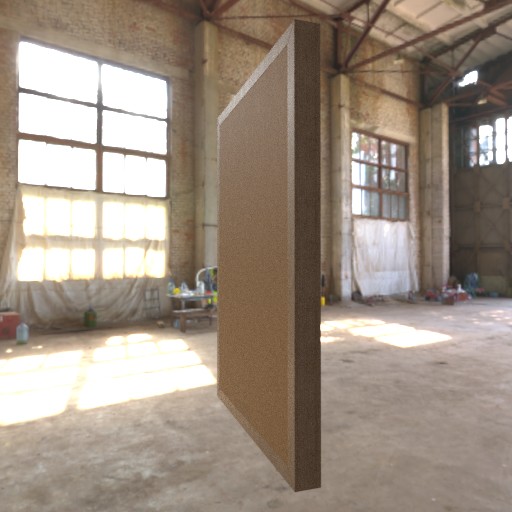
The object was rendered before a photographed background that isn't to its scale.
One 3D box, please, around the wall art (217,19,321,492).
[{"bbox_3d":[0.000,0.000,0.649,0.031,0.509,0.356,0,-1,-18],"label":"wall art"}]
